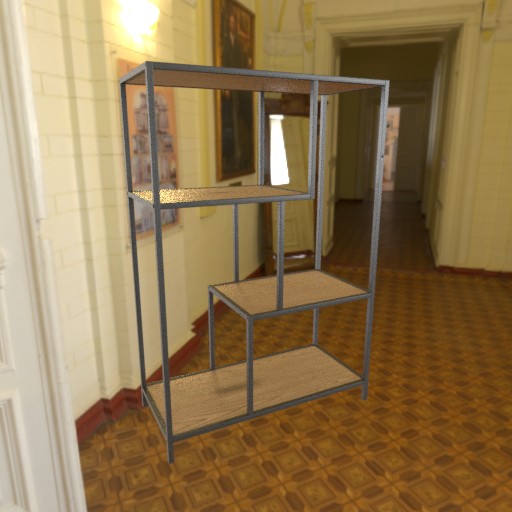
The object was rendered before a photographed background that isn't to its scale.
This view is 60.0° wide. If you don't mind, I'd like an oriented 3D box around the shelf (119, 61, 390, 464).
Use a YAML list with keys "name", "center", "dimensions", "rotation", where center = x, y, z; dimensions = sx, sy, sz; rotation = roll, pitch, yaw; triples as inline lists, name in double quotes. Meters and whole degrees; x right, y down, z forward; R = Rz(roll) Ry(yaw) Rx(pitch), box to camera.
- name: "shelf"
  center: [0.000, 0.000, 1.526]
  dimensions: [0.770, 1.138, 0.350]
  rotation: [-7, 16, -26]
